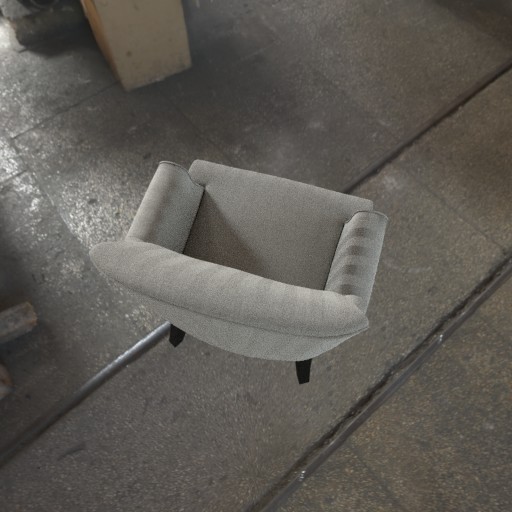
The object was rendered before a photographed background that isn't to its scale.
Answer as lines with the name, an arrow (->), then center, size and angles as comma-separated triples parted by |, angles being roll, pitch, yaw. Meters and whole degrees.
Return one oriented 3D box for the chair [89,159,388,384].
chair -> 0.000, 0.000, 1.514 | 0.772, 0.880, 0.755 | 15, 64, 7
